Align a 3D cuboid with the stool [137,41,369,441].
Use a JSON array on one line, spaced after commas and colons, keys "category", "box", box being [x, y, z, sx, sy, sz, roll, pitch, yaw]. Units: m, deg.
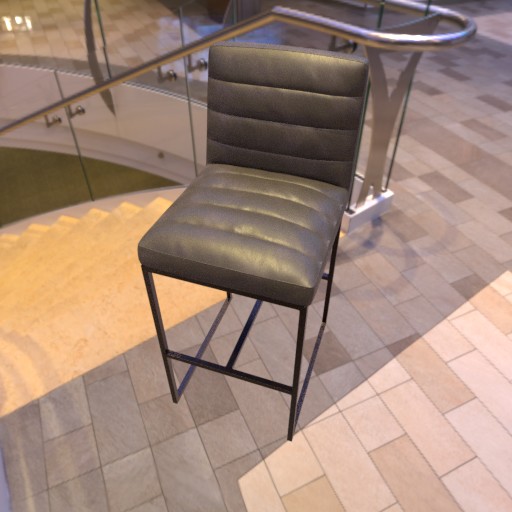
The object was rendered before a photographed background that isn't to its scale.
[{"category": "stool", "box": [0.000, 0.000, 1.354, 0.463, 1.065, 0.562, 13, 43, 14]}]
